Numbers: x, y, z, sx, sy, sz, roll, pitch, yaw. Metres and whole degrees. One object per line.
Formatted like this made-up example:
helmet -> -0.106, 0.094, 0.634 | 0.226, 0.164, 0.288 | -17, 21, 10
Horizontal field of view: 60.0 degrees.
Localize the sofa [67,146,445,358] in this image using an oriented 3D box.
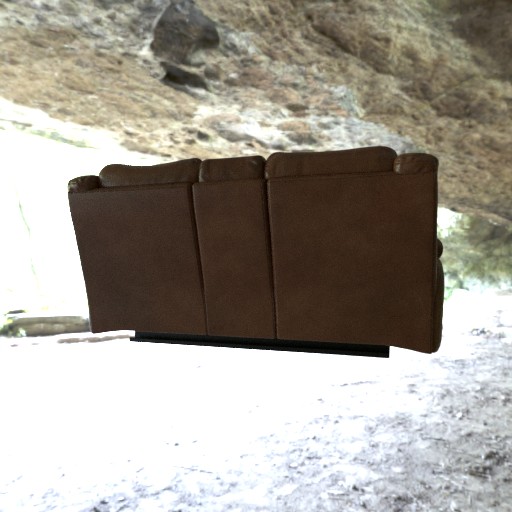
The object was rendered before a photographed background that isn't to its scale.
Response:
sofa -> 0.000, 0.000, 2.647 | 2.058, 1.043, 0.991 | 0, -1, 17
